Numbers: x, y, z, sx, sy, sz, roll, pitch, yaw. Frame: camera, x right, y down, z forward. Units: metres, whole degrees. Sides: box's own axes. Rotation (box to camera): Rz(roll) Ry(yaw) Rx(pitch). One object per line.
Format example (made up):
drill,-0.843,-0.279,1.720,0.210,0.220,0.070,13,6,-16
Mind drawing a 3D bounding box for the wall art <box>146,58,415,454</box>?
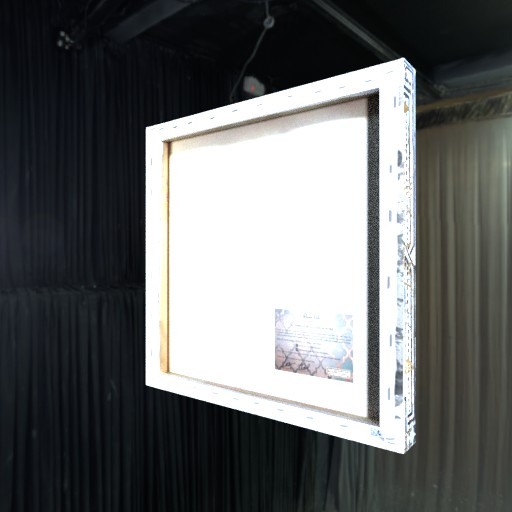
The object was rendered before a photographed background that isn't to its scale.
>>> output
wall art,0.000,0.000,0.596,0.411,0.410,0.038,0,0,37
